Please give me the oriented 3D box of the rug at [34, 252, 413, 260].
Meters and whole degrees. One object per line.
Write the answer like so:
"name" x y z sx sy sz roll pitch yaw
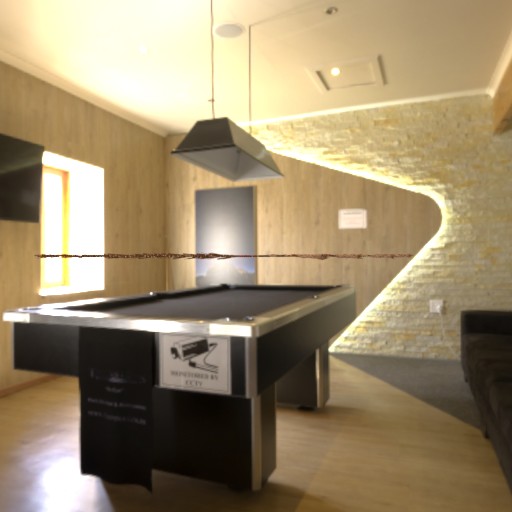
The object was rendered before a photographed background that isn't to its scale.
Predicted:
"rug" 0.000 0.000 2.598 1.469 0.040 2.025 0 0 36
